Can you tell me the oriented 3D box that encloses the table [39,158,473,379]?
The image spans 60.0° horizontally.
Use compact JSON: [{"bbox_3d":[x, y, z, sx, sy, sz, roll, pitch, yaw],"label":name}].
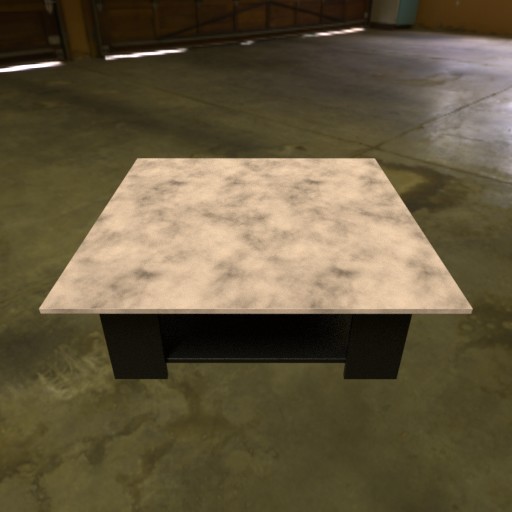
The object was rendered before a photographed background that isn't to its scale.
[{"bbox_3d":[0.000,0.000,1.366,0.890,0.305,0.890,0,32,0],"label":"table"}]
